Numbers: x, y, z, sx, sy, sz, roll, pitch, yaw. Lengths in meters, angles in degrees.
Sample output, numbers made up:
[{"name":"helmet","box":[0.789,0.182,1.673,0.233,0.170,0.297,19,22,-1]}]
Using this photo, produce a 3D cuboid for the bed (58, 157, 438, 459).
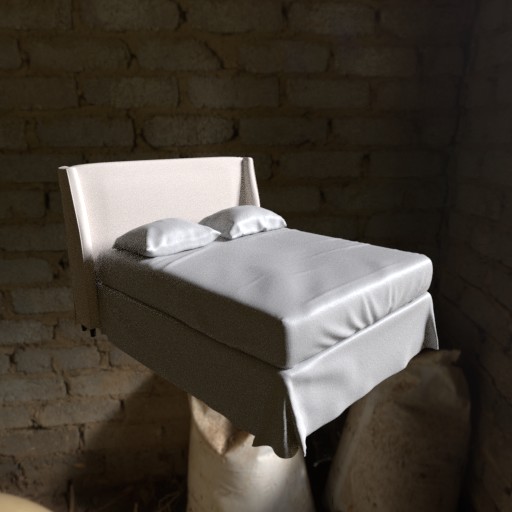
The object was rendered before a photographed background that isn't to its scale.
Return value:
[{"name":"bed","box":[0.000,0.000,3.323,2.276,1.332,1.925,15,21,43]}]
